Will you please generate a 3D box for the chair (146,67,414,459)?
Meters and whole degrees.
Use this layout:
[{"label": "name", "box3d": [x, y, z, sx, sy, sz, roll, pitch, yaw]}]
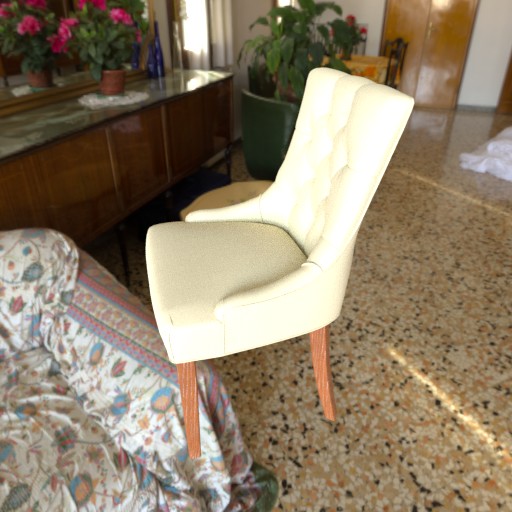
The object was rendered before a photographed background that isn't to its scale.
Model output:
[{"label": "chair", "box3d": [0.000, 0.000, 1.177, 0.565, 0.874, 0.509, -8, 31, -14]}]
